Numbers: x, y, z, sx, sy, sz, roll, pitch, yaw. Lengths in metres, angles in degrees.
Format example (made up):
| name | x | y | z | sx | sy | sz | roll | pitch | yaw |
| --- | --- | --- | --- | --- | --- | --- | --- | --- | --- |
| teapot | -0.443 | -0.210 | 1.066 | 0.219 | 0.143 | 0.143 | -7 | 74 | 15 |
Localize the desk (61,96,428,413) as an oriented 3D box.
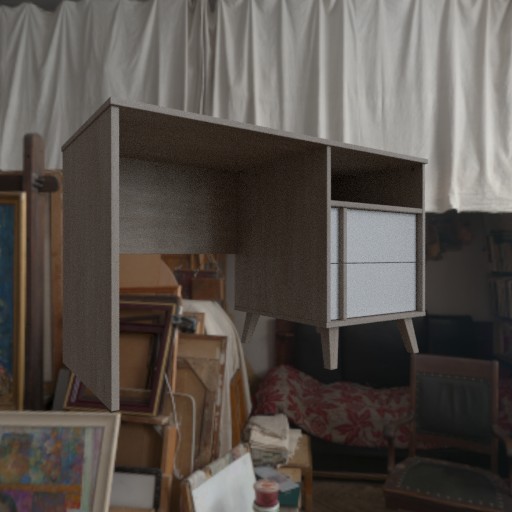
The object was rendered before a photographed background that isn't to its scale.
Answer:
| name | x | y | z | sx | sy | sz | roll | pitch | yaw |
| --- | --- | --- | --- | --- | --- | --- | --- | --- | --- |
| desk | 0.000 | 0.000 | 1.663 | 1.251 | 0.770 | 0.600 | 0 | 0 | -34 |
